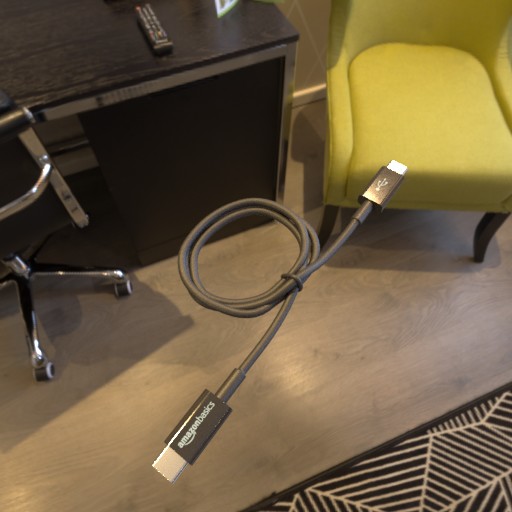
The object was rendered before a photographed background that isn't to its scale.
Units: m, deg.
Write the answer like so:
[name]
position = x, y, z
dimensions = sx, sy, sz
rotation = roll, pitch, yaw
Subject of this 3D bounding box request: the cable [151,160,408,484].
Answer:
[cable]
position = 0.000, 0.000, 0.211
dimensions = 0.070, 0.014, 0.192
rotation = 32, 64, 18
